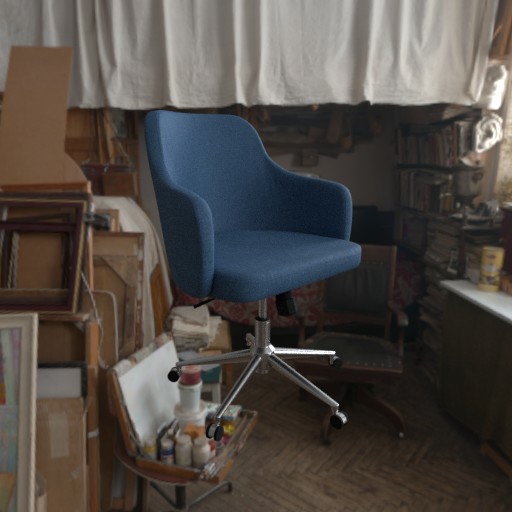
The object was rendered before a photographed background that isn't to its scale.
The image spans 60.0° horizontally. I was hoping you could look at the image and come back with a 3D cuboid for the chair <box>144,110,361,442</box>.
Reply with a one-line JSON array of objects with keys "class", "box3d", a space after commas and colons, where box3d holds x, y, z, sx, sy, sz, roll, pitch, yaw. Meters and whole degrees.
[{"class": "chair", "box3d": [0.000, 0.000, 1.285, 0.599, 0.820, 0.655, -13, 19, -43]}]
